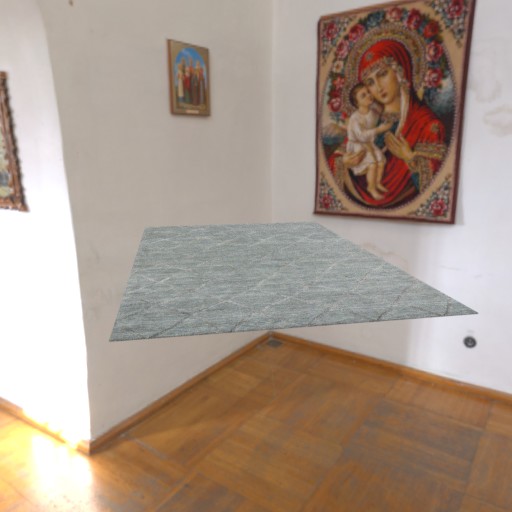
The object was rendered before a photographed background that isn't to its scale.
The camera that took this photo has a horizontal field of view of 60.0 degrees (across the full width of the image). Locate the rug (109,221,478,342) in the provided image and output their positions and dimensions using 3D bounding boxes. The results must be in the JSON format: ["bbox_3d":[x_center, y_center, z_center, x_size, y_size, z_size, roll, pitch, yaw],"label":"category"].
[{"bbox_3d":[0.000,0.000,2.854,1.521,0.006,2.283,-3,15,-10],"label":"rug"}]
